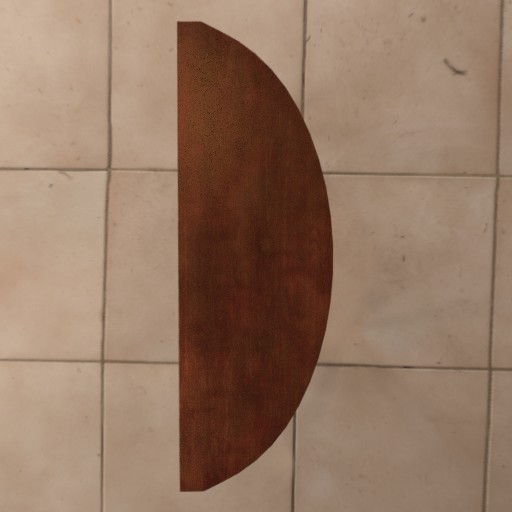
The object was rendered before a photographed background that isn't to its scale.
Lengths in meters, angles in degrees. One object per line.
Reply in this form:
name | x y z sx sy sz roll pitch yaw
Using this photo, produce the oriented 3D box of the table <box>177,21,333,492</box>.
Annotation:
table | 0.000 0.000 1.473 0.394 0.699 1.198 0 92 0
